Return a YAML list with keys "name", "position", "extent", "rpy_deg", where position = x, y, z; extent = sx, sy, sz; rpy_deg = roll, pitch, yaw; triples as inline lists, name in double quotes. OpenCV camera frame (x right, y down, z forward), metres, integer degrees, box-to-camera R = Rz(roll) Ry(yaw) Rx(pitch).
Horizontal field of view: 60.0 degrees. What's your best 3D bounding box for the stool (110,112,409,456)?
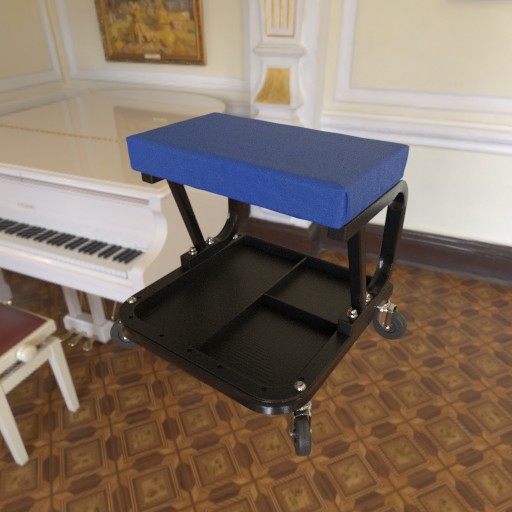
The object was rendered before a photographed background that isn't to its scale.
- name: "stool"
  position: [0.000, 0.000, 0.735]
  extent: [0.446, 0.380, 0.371]
  rpy_deg: [20, 36, 30]
